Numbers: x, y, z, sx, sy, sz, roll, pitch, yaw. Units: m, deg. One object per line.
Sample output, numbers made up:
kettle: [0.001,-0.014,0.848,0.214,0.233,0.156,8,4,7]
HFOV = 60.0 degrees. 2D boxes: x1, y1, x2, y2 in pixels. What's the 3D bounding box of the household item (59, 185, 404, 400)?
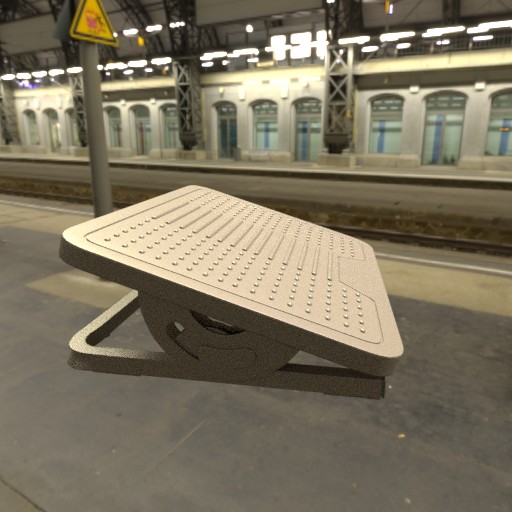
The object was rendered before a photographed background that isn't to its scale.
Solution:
household item: [0.000,0.000,0.532,0.301,0.126,0.390,3,16,10]
